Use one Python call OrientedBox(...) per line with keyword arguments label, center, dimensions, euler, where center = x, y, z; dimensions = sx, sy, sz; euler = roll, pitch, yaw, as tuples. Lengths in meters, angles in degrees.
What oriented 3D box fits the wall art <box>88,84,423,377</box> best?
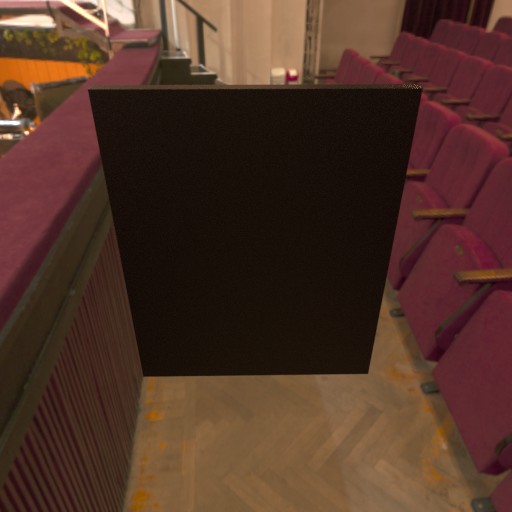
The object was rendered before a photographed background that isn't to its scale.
OrientedBox(label="wall art", center=(0.000, 0.000, 0.765), dimensions=(0.457, 0.557, 0.028), euler=(-1, 32, -1))
